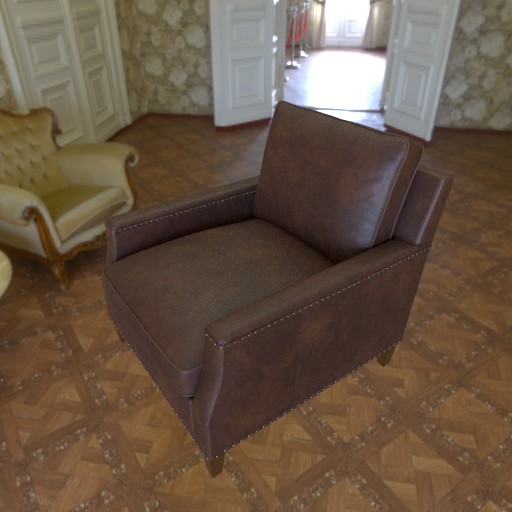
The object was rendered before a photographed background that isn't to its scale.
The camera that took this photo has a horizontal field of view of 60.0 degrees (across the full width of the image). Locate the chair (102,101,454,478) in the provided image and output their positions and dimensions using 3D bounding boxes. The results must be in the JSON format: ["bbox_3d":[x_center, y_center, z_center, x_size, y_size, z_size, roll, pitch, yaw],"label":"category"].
[{"bbox_3d":[0.000,0.000,1.667,1.014,0.929,0.853,-21,37,-30],"label":"chair"}]
